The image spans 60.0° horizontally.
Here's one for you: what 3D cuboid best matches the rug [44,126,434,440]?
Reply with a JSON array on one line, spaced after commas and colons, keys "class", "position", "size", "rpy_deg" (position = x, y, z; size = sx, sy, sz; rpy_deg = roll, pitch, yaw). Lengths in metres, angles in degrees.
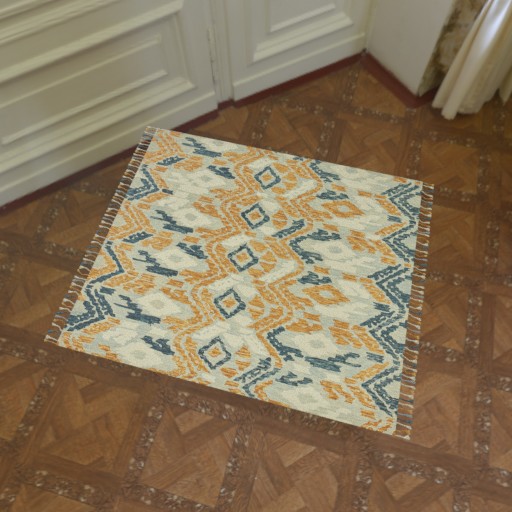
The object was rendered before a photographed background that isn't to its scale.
[{"class": "rug", "position": [0.000, 0.000, 4.056], "size": [3.048, 0.010, 2.439], "rpy_deg": [13, 64, 6]}]
